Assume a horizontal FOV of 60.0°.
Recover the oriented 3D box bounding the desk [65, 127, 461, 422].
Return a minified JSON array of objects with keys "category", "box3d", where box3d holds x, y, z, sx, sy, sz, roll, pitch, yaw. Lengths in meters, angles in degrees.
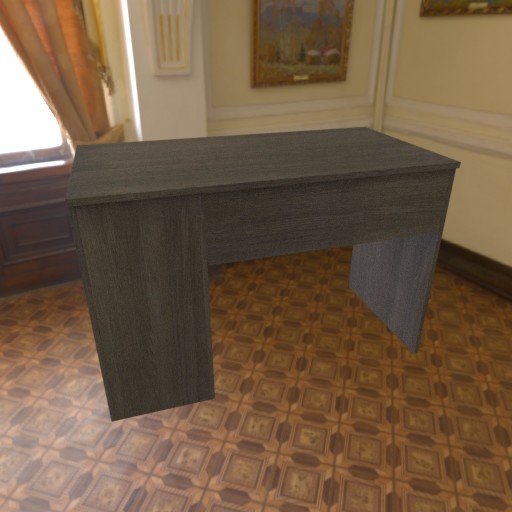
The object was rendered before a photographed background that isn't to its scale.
[{"category":"desk","box3d":[0.000,0.000,1.568,1.096,0.730,0.560,-8,28,-15]}]
